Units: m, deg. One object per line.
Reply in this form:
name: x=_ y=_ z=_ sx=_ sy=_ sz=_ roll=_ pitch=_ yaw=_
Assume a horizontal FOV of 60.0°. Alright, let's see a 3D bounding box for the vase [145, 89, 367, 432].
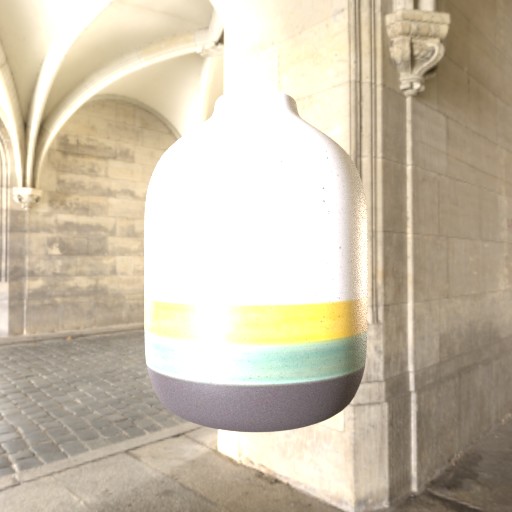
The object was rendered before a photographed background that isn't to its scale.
vase: x=0.000 y=0.000 z=0.348 sx=0.169 sy=0.240 sz=0.169 roll=0 pitch=-1 yaw=0
